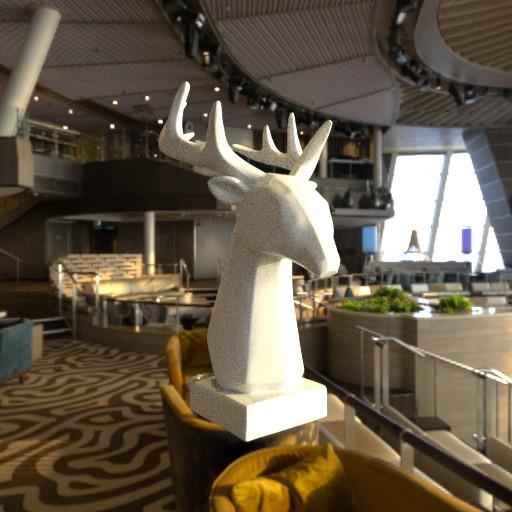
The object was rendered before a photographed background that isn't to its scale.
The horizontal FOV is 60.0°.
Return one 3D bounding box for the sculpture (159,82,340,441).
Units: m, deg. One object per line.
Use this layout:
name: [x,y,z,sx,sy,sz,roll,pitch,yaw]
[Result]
sculpture: [0.000,0.000,0.462,0.174,0.329,0.224,0,0,-37]
